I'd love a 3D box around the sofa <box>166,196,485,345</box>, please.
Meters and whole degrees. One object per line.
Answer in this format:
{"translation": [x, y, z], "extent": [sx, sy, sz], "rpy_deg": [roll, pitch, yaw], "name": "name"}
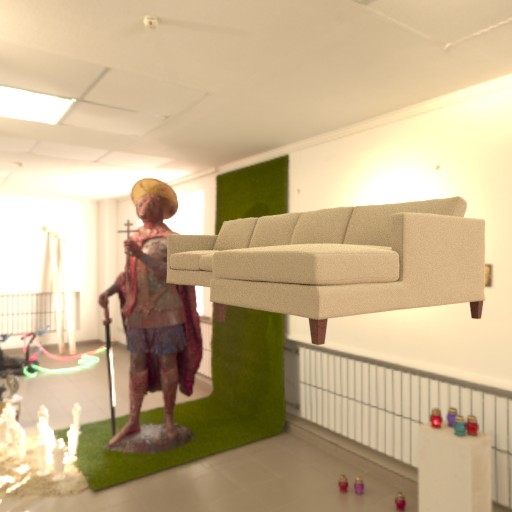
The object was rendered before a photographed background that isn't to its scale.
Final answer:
{"translation": [0.000, 0.000, 3.855], "extent": [1.625, 0.861, 3.186], "rpy_deg": [0, 0, -36], "name": "sofa"}
